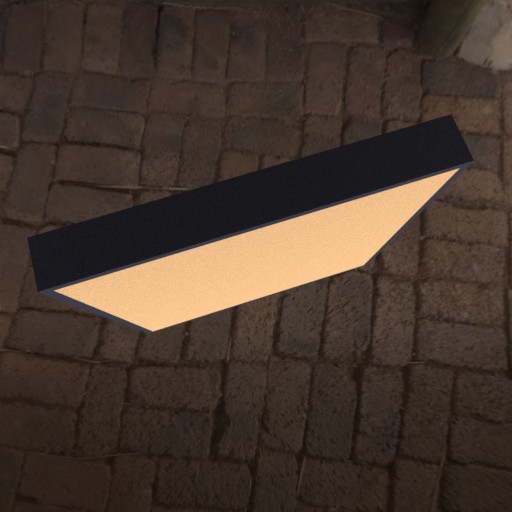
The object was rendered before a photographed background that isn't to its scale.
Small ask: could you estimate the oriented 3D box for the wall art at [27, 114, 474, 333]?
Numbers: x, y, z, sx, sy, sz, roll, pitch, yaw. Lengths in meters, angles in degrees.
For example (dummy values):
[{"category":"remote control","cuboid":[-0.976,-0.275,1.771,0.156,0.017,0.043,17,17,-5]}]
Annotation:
[{"category":"wall art","cuboid":[0.000,0.000,0.446,0.304,0.304,0.038,-17,76,-4]}]
